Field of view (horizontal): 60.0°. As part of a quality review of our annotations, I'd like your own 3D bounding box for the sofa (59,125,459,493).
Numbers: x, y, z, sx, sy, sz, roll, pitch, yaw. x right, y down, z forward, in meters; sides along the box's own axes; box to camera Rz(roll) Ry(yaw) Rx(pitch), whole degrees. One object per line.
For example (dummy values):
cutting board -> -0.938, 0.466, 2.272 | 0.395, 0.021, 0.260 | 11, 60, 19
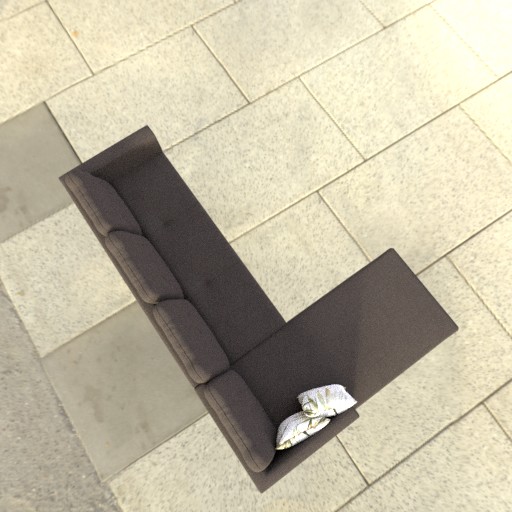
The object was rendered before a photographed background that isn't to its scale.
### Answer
sofa -> 0.000, 0.000, 3.445 | 1.829, 0.932, 2.679 | -34, 77, -9
